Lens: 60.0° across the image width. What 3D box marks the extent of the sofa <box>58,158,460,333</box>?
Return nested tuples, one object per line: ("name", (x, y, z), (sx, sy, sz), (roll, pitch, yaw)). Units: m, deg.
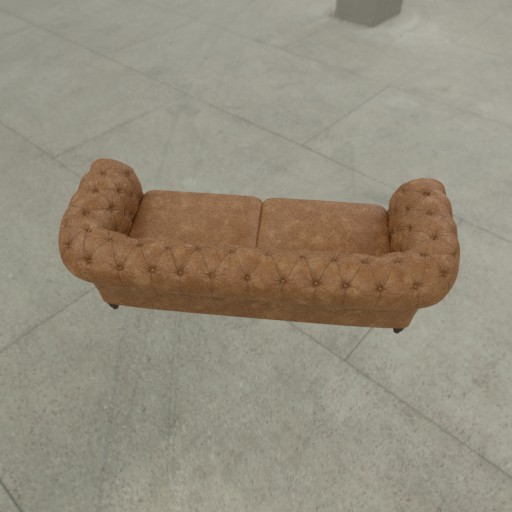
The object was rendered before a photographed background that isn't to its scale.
("sofa", (0.000, 0.000, 2.819), (2.365, 0.760, 0.989), (4, 47, 4))
